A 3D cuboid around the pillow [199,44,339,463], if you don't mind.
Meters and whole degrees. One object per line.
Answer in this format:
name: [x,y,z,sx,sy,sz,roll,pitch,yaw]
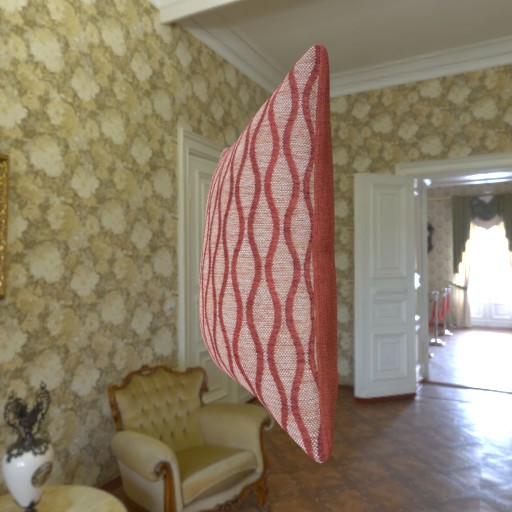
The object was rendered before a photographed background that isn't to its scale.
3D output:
pillow: [0.000,0.000,0.653,0.159,0.434,0.429,1,-2,-18]
